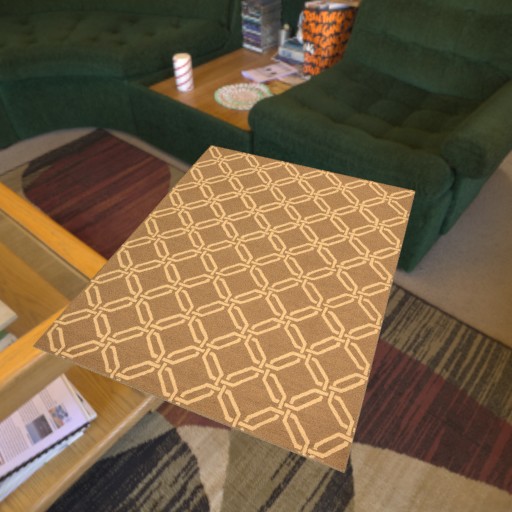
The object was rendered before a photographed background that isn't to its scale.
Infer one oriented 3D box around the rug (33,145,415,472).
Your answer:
[{"bbox_3d":[0.000,0.000,3.817,2.288,0.018,2.895,16,48,15],"label":"rug"}]
